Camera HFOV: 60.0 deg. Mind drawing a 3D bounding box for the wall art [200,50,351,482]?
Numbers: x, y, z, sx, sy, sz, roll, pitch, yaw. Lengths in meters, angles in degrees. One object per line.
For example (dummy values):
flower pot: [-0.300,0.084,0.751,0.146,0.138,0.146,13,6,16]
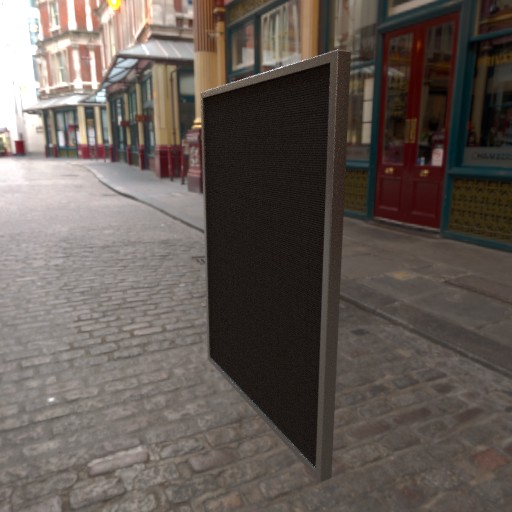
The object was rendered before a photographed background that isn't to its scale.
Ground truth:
wall art: [0.000,0.000,1.403,0.037,1.062,0.801,-7,15,-27]
